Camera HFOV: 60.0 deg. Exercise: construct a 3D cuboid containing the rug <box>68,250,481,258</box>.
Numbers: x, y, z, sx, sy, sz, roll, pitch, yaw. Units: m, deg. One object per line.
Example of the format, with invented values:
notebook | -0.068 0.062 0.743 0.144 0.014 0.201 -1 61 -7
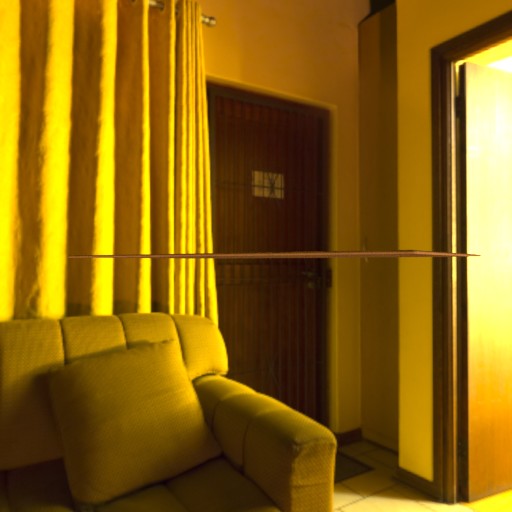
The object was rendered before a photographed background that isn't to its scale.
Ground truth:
rug | 0.000 0.000 1.441 1.220 0.007 0.605 -1 -1 37
